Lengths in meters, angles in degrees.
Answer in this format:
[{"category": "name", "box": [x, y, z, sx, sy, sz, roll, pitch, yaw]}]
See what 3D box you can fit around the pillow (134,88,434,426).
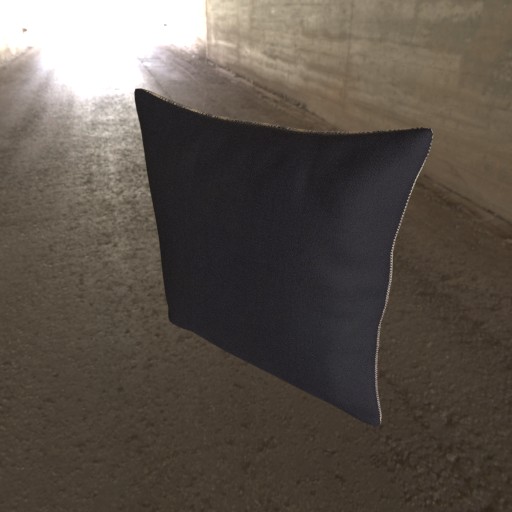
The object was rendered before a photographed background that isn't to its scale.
[{"category": "pillow", "box": [0.000, 0.000, 0.769, 0.520, 0.508, 0.166, 20, 35, 31]}]
